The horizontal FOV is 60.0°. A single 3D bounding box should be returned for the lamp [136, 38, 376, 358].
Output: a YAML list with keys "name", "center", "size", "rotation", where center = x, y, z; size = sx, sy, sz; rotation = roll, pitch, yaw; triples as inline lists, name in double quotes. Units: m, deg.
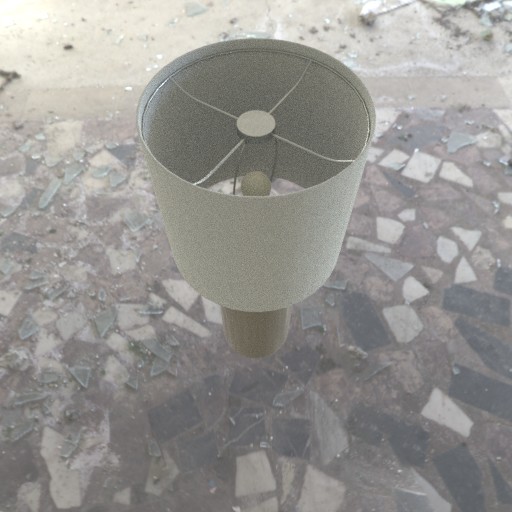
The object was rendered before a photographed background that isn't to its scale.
- name: "lamp"
  center: [0.000, 0.000, 0.601]
  size: [0.212, 0.493, 0.212]
  rotation: [29, 62, 17]
